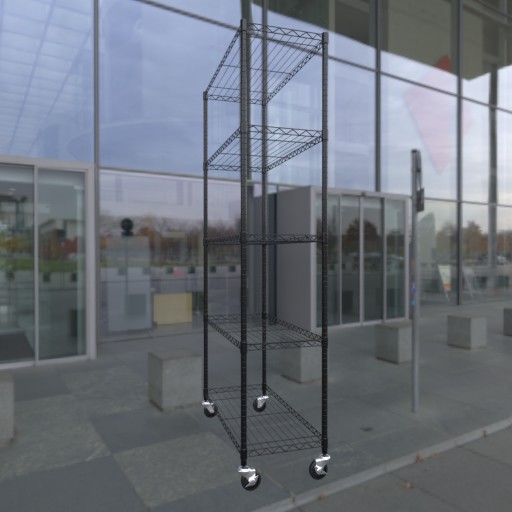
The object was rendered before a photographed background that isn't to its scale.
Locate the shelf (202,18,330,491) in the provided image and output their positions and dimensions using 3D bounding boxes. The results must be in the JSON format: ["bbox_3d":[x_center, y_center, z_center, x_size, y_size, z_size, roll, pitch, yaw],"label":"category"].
[{"bbox_3d":[0.000,0.000,1.938,0.356,1.645,0.762,0,0,-17],"label":"shelf"}]
